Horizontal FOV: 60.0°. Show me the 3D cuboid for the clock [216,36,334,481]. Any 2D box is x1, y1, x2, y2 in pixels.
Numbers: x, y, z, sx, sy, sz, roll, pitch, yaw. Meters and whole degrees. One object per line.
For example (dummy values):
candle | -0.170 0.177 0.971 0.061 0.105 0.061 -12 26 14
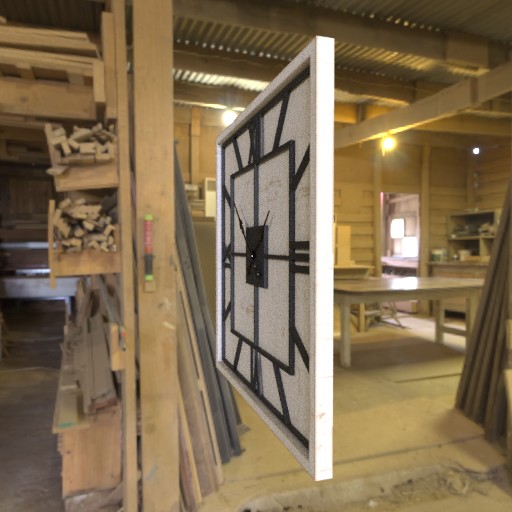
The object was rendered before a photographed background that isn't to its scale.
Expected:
clock | 0.000 0.000 1.040 0.032 0.705 0.705 0 1 -18
